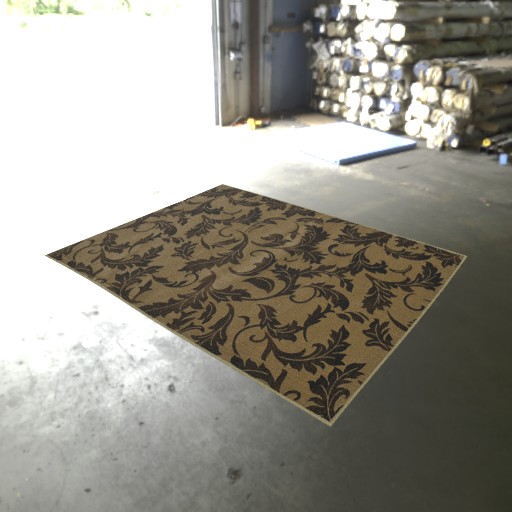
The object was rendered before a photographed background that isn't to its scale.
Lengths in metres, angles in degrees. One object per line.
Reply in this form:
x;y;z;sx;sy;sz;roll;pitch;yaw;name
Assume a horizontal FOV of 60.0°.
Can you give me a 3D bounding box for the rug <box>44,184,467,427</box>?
0.000;0.000;3.965;2.977;0.008;2.380;22;36;33;rug
